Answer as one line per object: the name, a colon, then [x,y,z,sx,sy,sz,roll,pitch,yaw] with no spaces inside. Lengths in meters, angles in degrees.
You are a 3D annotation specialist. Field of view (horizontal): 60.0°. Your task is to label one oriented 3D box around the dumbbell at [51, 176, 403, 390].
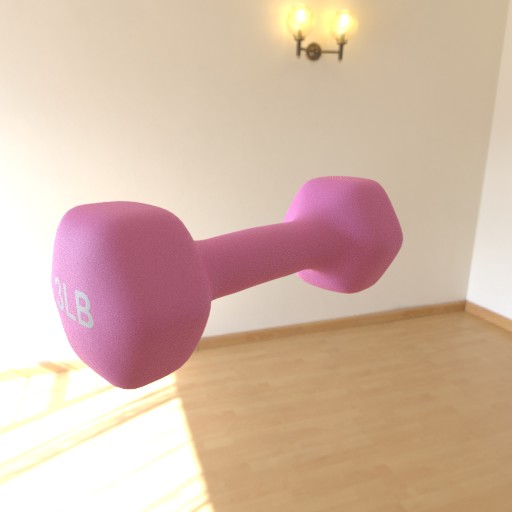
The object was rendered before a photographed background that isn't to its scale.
dumbbell: [0.000,0.000,0.189,0.159,0.058,0.064,-15,21,-42]
